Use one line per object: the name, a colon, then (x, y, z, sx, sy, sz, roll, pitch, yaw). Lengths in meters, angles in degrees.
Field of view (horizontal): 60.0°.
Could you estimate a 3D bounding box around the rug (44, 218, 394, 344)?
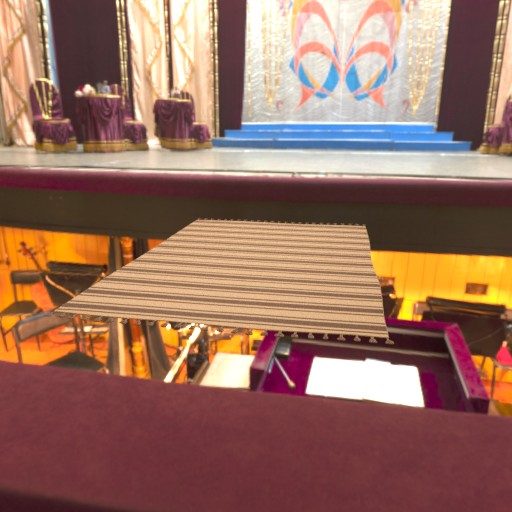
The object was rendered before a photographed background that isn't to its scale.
rug: (0.000, 0.000, 3.897, 2.030, 0.017, 3.040, 3, 16, 10)
